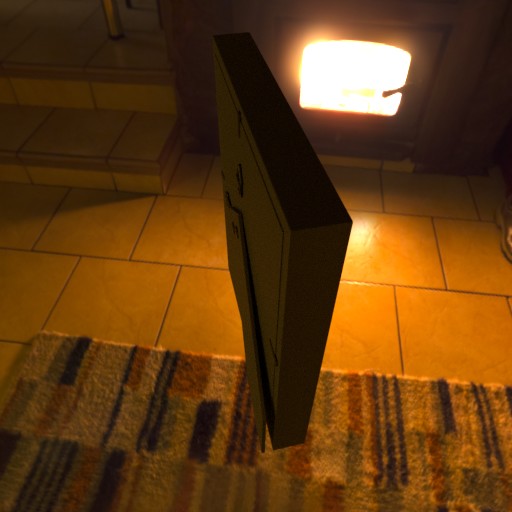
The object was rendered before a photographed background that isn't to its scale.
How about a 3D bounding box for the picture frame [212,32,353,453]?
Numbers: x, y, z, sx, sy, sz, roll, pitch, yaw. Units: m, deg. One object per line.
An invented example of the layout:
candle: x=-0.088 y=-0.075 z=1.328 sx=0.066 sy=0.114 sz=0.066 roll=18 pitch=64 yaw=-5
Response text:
picture frame: x=0.000 y=0.000 z=0.387 sx=0.042 sy=0.284 sz=0.232 roll=-9 pitch=48 yaw=-9
